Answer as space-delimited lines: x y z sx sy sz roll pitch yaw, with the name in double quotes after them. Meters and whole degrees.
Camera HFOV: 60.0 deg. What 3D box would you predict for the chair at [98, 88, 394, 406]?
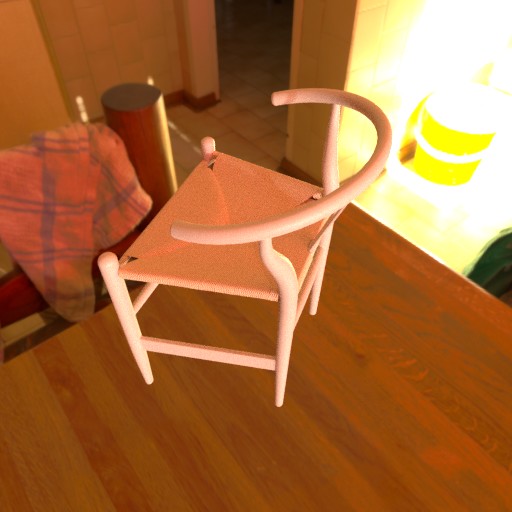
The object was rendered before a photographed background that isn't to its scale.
0.000 0.000 1.082 0.500 0.736 0.533 16 48 14 "chair"
